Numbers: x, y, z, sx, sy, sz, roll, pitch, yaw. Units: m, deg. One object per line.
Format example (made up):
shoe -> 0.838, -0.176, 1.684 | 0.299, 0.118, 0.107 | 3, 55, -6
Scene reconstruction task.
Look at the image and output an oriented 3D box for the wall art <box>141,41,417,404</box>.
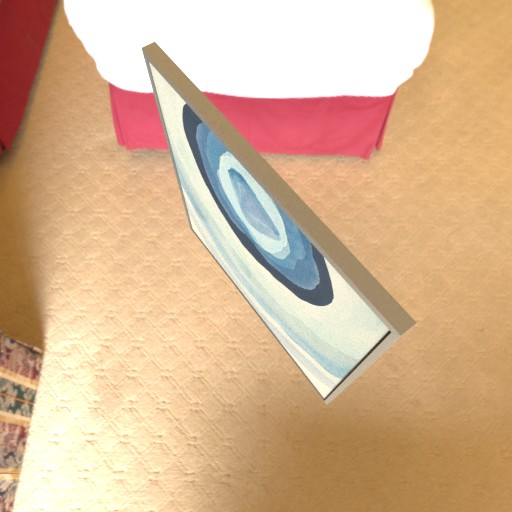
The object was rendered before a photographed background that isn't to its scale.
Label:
wall art -> 0.000, 0.000, 1.204 | 0.038, 0.807, 0.809 | -34, 69, -15
